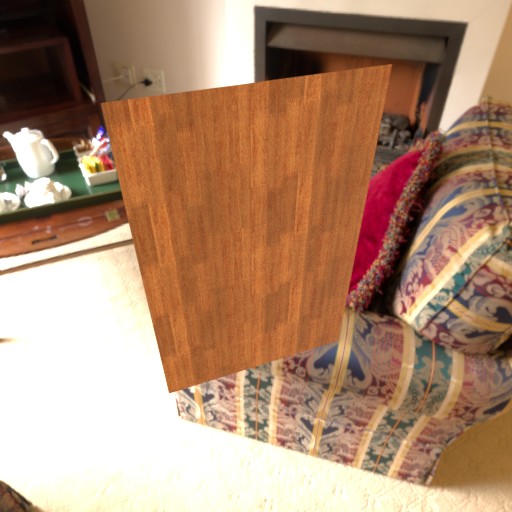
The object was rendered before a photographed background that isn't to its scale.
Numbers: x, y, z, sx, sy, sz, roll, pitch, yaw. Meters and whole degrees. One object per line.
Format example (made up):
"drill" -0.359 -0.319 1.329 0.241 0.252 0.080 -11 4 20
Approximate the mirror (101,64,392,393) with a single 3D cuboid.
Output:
"mirror" 0.000 0.000 1.281 0.651 1.010 0.047 -14 43 -15
